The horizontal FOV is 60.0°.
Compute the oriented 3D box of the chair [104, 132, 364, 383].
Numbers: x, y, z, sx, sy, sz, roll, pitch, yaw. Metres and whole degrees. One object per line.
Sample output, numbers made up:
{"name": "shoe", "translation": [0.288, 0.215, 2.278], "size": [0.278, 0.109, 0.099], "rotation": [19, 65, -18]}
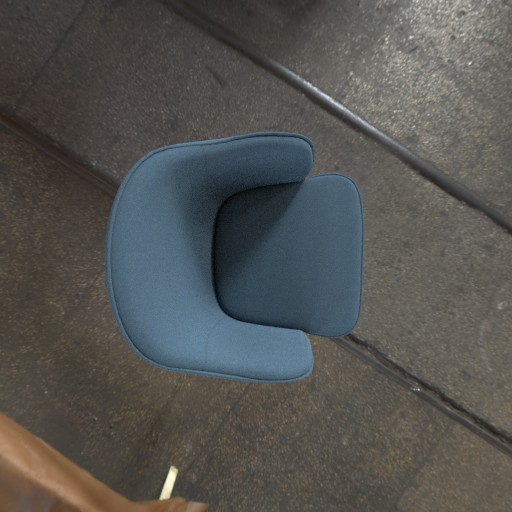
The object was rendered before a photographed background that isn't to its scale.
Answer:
{"name": "chair", "translation": [0.000, 0.000, 1.226], "size": [0.585, 0.815, 0.570], "rotation": [0, 91, -2]}
